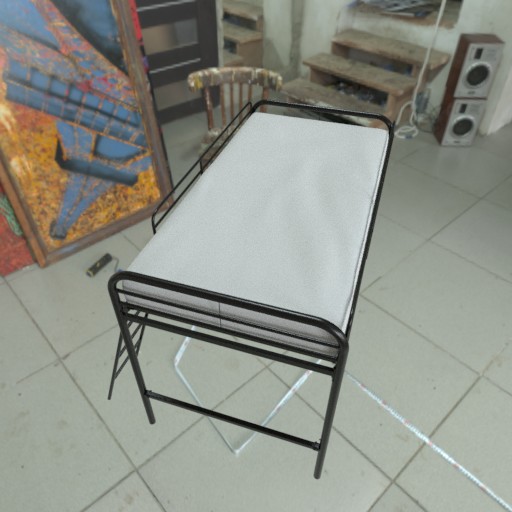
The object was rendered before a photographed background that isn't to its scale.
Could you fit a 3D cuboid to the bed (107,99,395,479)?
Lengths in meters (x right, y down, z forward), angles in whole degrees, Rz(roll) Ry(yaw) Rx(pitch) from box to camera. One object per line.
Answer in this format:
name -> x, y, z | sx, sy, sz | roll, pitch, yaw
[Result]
bed -> 0.000, 0.000, 2.895 | 1.393, 1.289, 1.968 | 12, 43, 14
